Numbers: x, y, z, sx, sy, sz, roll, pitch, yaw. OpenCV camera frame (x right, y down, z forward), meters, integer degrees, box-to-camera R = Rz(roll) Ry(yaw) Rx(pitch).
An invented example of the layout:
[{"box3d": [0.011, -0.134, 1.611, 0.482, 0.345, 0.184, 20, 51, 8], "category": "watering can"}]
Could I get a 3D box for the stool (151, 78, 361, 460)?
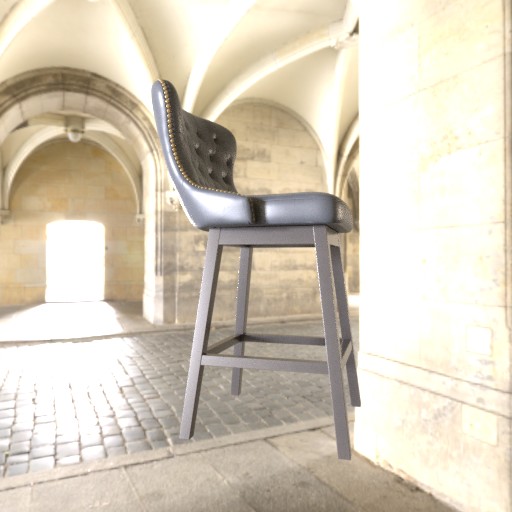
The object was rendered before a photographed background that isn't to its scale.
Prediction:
[{"box3d": [0.000, 0.000, 1.339, 0.593, 0.971, 0.528, 0, -1, 17], "category": "stool"}]
